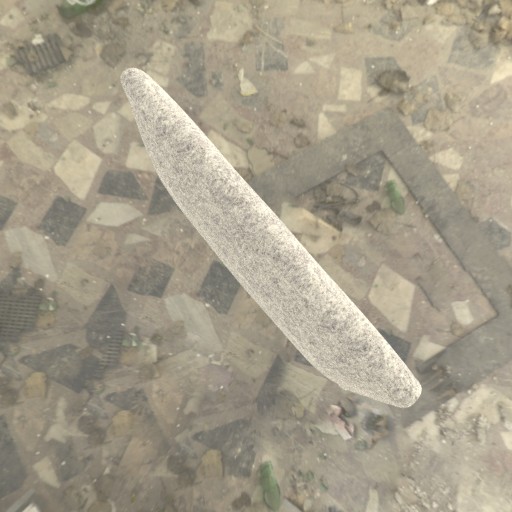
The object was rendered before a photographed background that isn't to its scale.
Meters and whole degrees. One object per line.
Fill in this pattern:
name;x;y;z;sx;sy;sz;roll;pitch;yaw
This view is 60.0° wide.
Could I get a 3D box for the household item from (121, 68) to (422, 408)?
household item;0.000;0.000;0.437;0.057;0.221;0.335;-39;80;-8
